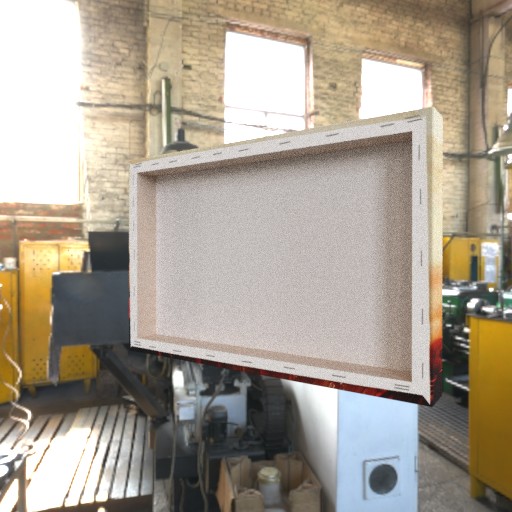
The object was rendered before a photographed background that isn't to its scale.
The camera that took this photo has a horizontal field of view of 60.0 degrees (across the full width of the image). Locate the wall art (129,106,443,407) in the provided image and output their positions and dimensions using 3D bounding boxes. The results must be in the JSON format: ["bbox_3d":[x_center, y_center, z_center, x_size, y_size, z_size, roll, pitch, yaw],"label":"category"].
[{"bbox_3d":[0.000,0.000,0.492,0.383,0.251,0.037,0,0,34],"label":"wall art"}]
